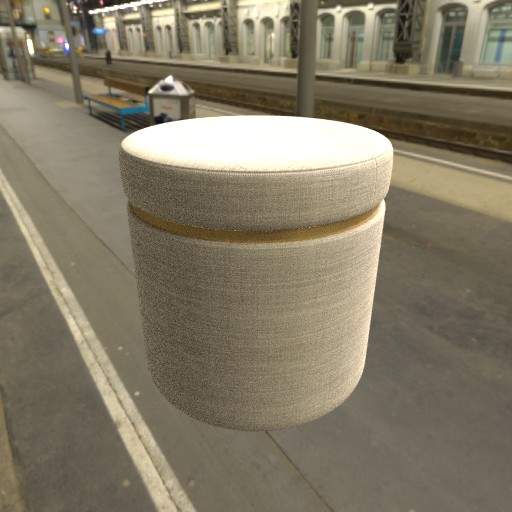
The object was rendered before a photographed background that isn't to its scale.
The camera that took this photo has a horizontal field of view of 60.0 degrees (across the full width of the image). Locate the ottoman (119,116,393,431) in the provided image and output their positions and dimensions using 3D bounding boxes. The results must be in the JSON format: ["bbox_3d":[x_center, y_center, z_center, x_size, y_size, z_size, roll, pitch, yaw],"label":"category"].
[{"bbox_3d":[0.000,0.000,0.746,0.400,0.406,0.400,0,26,0],"label":"ottoman"}]
